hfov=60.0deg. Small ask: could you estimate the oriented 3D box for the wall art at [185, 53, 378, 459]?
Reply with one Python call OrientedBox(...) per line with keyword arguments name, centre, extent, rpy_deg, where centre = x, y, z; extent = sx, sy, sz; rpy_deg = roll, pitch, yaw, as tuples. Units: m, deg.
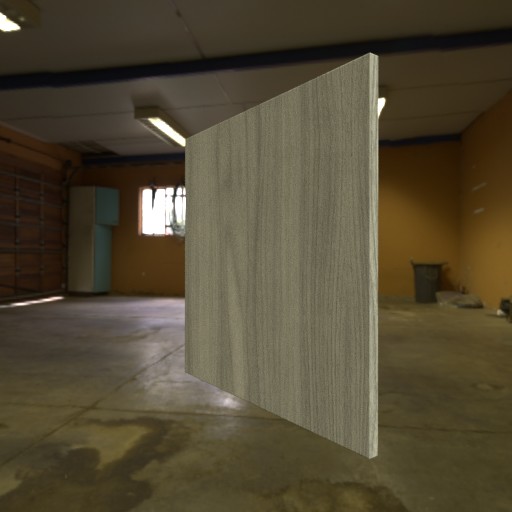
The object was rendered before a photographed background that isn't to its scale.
OrientedBox(name="wall art", centre=(0.000, 0.000, 0.764), extent=(0.016, 0.507, 0.508), rpy_deg=(0, 0, -36))
